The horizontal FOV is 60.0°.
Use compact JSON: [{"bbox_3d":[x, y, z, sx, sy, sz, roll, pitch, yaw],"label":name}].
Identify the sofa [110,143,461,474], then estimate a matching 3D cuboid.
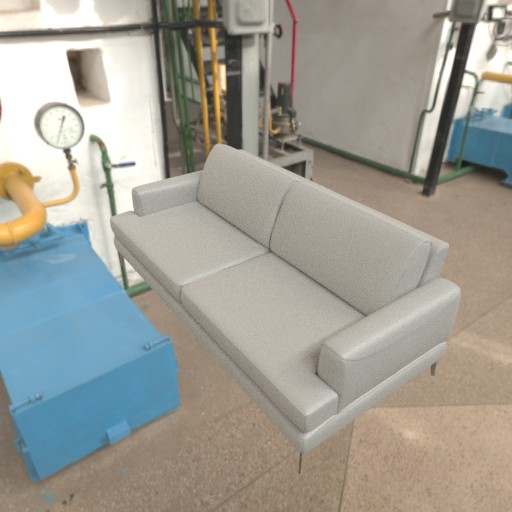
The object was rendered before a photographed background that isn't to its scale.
[{"bbox_3d":[0.000,0.000,2.443,0.974,0.765,1.940,-21,37,-30],"label":"sofa"}]
